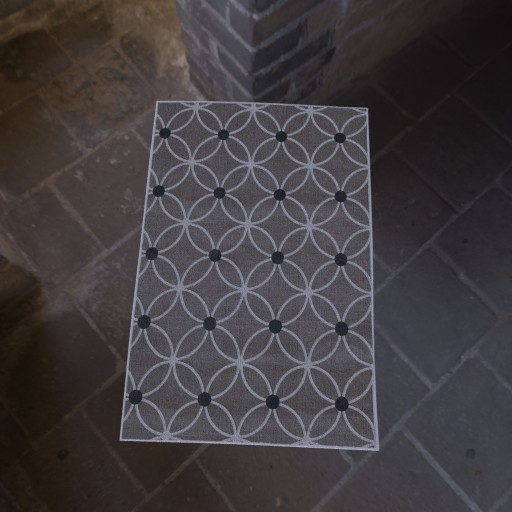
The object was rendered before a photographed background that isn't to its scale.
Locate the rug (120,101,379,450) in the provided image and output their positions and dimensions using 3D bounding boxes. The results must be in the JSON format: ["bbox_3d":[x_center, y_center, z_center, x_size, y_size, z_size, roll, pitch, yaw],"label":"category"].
[{"bbox_3d":[0.000,0.000,2.880,1.522,0.008,2.284,2,74,1],"label":"rug"}]
